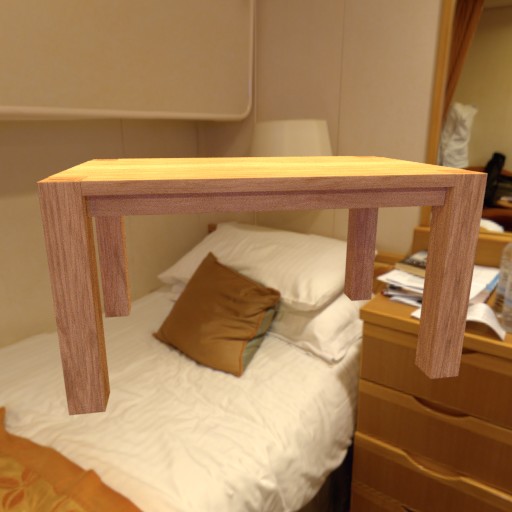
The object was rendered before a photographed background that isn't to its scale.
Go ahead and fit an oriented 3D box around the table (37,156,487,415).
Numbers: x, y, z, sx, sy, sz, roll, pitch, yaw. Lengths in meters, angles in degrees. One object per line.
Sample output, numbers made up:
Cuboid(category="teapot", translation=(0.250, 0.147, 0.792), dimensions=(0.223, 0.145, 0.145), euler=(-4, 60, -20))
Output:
Cuboid(category="table", translation=(0.000, 0.000, 1.882), dimensions=(1.400, 0.760, 0.900), euler=(-3, 17, -9))
